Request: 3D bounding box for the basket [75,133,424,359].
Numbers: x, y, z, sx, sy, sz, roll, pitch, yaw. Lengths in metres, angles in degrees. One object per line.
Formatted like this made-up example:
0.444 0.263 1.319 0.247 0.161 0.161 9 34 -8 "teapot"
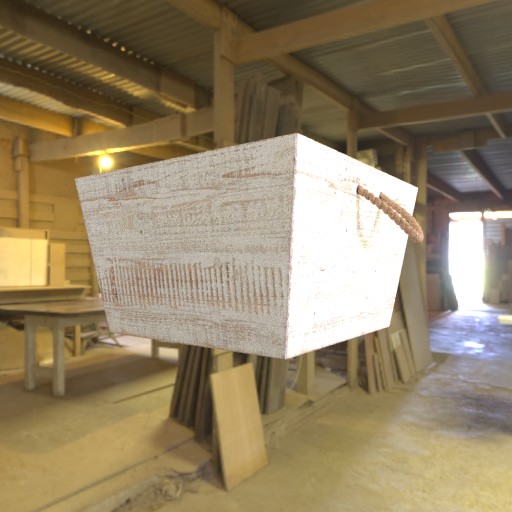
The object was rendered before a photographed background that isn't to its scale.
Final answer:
0.000 0.000 0.745 0.545 0.247 0.413 -1 -1 37 "basket"
